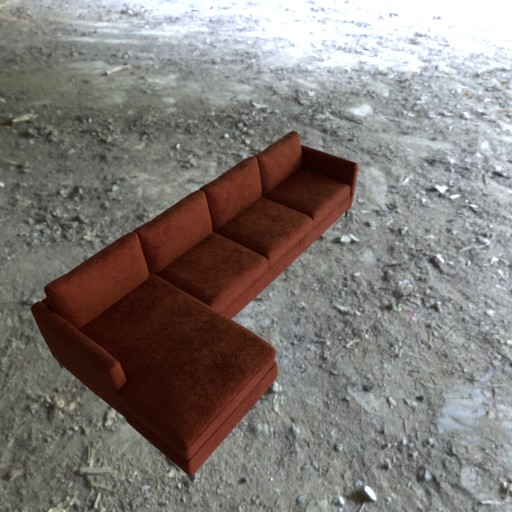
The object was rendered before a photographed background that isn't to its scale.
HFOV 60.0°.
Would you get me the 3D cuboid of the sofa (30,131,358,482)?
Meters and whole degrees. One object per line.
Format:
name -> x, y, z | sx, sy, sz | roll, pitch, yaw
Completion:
sofa -> 0.000, 0.000, 2.879 | 1.136, 0.663, 2.467 | 26, 47, 27
